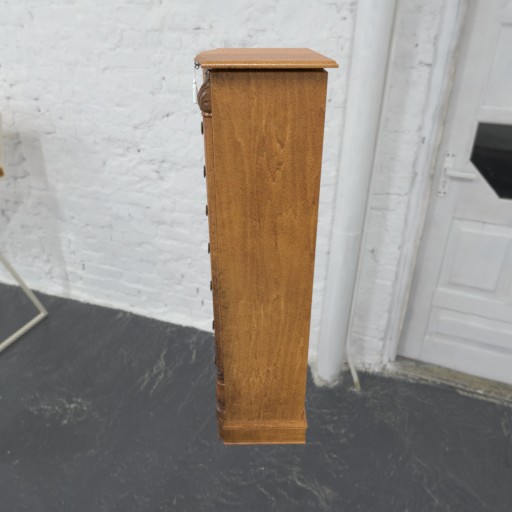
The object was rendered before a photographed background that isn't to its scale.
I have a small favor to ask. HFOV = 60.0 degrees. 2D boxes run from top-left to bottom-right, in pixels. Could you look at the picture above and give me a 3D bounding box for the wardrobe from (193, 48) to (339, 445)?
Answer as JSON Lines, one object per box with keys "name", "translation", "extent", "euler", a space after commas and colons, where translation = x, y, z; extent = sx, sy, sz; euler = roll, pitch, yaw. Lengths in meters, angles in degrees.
{"name": "wardrobe", "translation": [0.000, 0.000, 1.150], "extent": [0.273, 0.959, 0.406], "euler": [0, 28, -1]}
